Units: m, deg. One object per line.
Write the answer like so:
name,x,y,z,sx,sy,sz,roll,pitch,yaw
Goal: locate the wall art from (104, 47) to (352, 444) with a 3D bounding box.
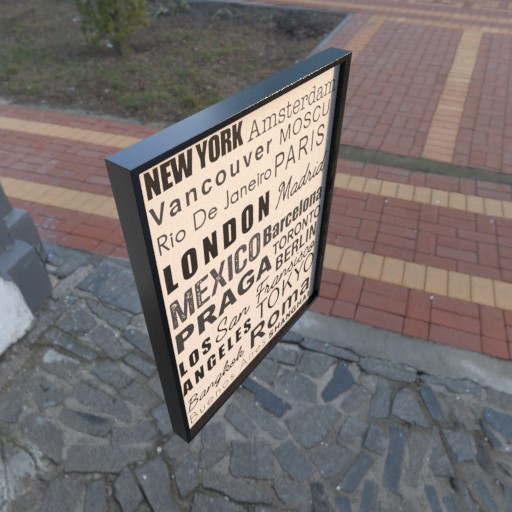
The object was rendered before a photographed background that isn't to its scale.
wall art,0.000,0.000,0.744,0.038,0.551,0.448,26,48,27
